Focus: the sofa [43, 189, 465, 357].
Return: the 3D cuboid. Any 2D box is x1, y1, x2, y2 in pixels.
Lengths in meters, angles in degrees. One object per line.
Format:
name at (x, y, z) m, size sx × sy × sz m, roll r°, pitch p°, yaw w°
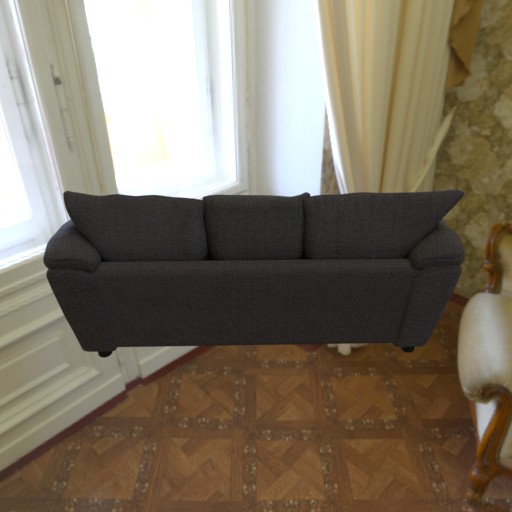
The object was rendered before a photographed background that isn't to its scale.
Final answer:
sofa at (0.000, 0.000, 2.807) m, size 2.336 × 1.080 × 0.883 m, roll -1°, pitch 30°, yaw -1°
